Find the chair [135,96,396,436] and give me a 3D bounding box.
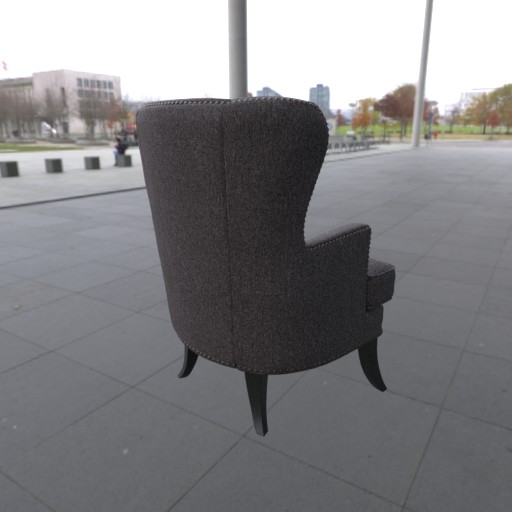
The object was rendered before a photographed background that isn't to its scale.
[{"bbox_3d":[0.000,0.000,1.630,0.758,1.060,0.759,-14,21,-41],"label":"chair"}]
